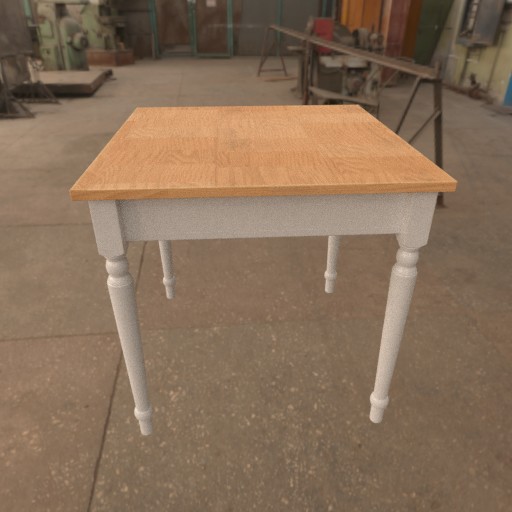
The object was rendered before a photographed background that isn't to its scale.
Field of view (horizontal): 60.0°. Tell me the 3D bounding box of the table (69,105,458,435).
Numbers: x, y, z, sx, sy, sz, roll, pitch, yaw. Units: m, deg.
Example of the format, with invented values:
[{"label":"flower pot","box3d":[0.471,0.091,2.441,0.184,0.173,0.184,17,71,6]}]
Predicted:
[{"label":"table","box3d":[0.000,0.000,1.355,0.747,0.738,0.747,-2,30,-3]}]
